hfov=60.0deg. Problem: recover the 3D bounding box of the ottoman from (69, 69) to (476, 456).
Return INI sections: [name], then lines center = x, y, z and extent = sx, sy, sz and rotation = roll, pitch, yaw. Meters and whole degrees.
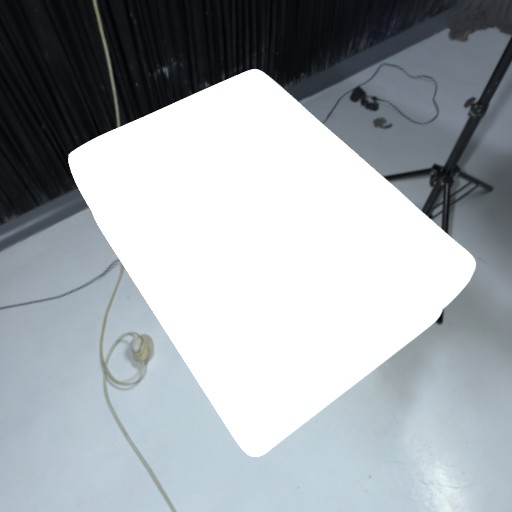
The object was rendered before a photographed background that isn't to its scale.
[ottoman]
center = 0.000, 0.000, 1.107
extent = 0.569, 0.499, 0.773
rotation = -31, 63, -18
